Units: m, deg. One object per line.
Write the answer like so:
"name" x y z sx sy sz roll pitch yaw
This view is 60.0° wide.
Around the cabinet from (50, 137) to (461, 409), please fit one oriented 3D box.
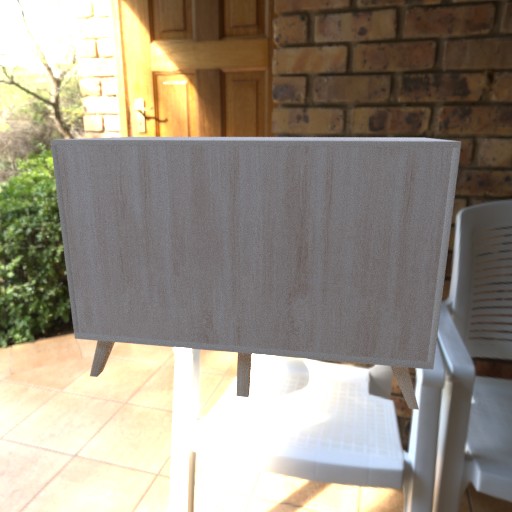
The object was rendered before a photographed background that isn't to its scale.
"cabinet" 0.000 0.000 1.522 1.110 0.780 0.500 3 16 10
